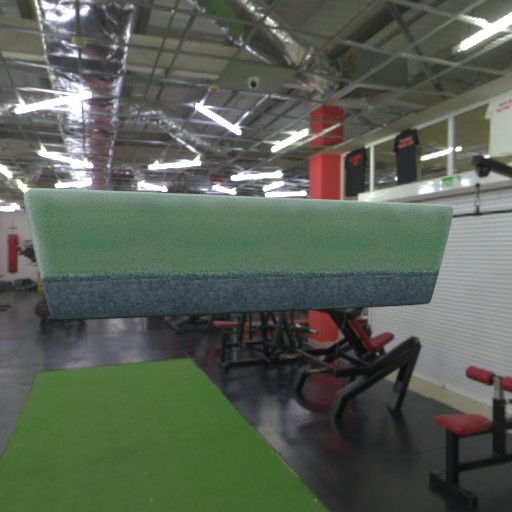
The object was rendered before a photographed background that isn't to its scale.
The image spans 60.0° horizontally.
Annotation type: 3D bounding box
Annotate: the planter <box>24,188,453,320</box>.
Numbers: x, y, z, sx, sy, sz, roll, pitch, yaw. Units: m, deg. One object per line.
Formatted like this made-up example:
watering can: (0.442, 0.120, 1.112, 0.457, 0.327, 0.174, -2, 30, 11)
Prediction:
planter: (0.000, 0.000, 0.302, 0.275, 0.072, 0.072, 0, 0, -18)
